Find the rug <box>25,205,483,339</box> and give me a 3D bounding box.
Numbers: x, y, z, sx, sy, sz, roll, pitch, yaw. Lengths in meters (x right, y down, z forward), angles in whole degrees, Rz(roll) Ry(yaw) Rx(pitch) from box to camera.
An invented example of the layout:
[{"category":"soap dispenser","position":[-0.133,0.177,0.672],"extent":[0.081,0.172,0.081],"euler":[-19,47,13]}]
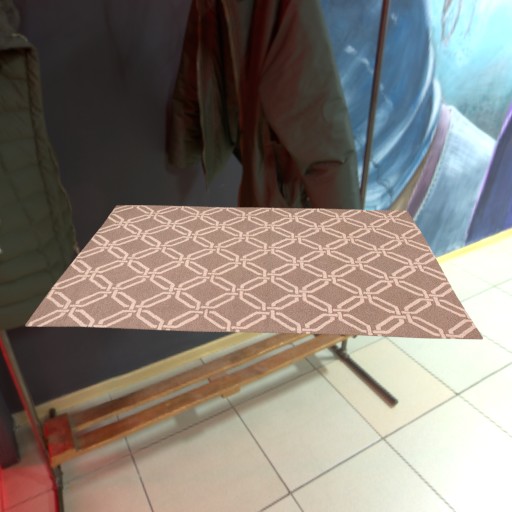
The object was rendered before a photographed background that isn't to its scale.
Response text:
[{"category":"rug","position":[0.000,0.000,2.159],"extent":[1.748,0.010,1.142],"euler":[1,31,2]}]
